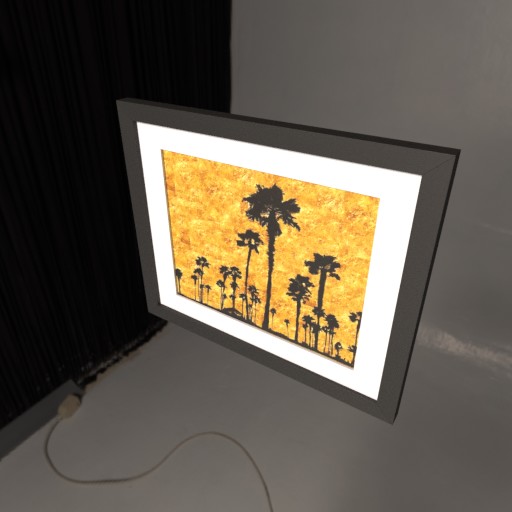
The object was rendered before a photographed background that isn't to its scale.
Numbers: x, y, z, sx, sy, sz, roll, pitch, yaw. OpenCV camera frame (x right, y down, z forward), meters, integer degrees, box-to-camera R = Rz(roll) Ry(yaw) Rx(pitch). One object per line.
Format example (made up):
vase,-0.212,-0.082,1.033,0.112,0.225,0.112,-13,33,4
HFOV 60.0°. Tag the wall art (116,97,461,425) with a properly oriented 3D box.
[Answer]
wall art,0.000,0.000,0.762,0.561,0.460,0.028,18,35,28
